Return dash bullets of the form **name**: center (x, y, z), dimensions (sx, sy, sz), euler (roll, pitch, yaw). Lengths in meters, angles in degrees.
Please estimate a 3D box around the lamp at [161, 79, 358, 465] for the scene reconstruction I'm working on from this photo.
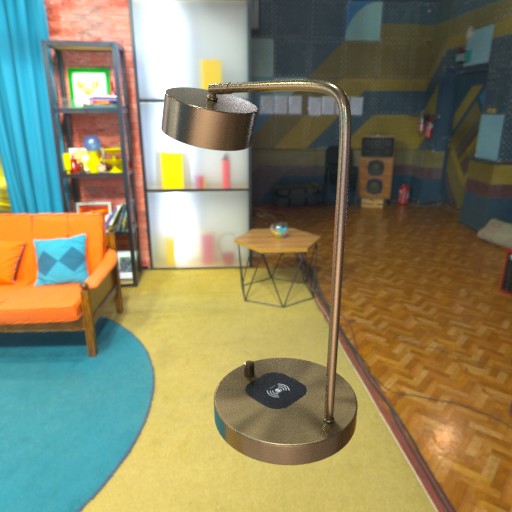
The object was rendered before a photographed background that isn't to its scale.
- **lamp**: center (0.000, 0.000, 0.516), dimensions (0.171, 0.380, 0.270), euler (-17, 25, -42)
